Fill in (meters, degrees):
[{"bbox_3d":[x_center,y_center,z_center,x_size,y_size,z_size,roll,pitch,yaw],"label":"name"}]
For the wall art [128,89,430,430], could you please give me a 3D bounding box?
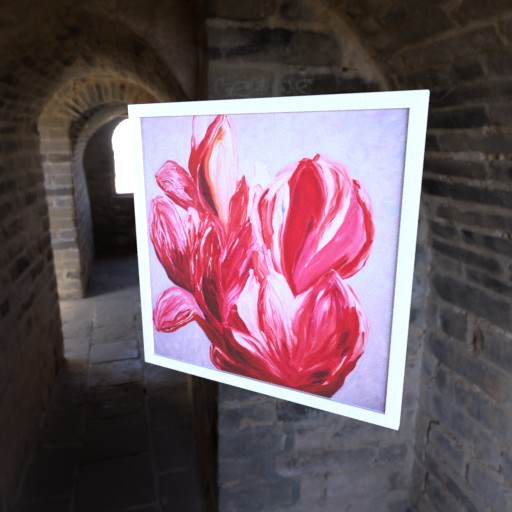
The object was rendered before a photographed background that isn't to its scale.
[{"bbox_3d":[0.000,0.000,0.985,0.664,0.661,0.020,7,16,26],"label":"wall art"}]
